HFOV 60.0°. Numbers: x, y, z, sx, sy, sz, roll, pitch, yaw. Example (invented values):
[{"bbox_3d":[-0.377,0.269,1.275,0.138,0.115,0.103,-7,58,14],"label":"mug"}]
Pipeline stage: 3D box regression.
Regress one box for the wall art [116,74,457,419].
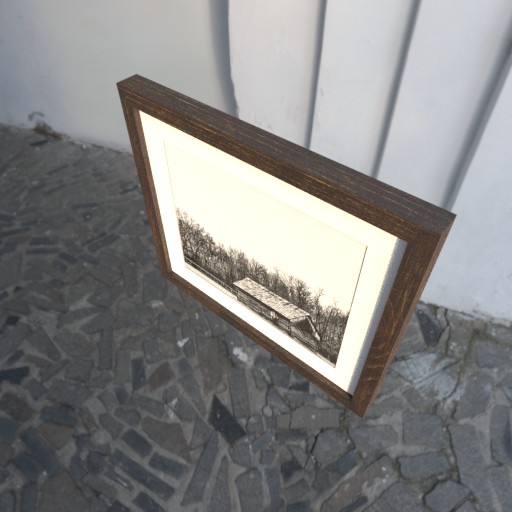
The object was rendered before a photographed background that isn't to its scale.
[{"bbox_3d":[0.000,0.000,0.541,0.381,0.330,0.031,31,54,26],"label":"wall art"}]
